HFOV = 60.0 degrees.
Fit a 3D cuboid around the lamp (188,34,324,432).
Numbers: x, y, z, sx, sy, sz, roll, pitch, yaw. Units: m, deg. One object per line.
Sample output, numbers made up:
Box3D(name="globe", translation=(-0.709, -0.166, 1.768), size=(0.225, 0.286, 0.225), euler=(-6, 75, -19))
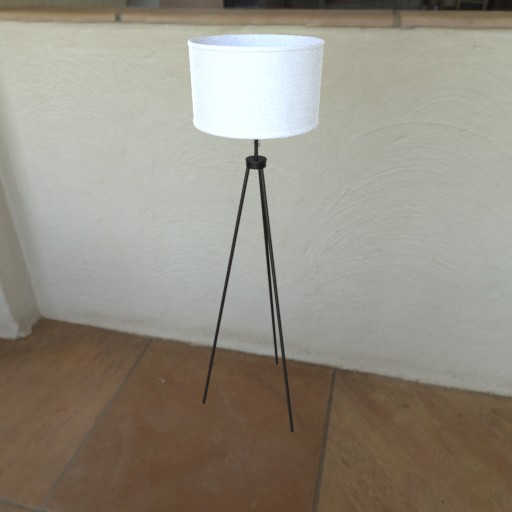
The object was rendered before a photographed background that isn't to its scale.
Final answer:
Box3D(name="lamp", translation=(0.000, 0.000, 1.751), size=(0.448, 1.545, 0.458), euler=(9, 32, 15))
